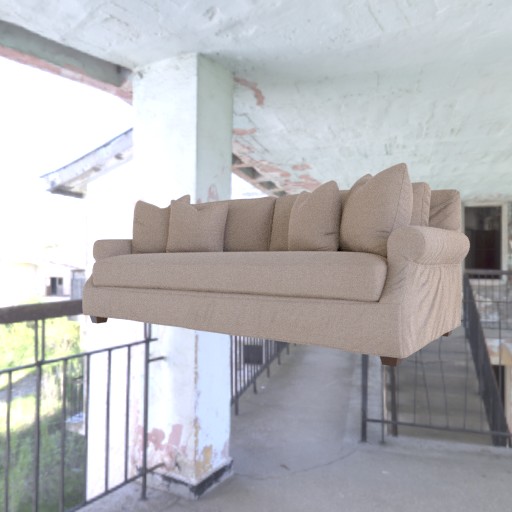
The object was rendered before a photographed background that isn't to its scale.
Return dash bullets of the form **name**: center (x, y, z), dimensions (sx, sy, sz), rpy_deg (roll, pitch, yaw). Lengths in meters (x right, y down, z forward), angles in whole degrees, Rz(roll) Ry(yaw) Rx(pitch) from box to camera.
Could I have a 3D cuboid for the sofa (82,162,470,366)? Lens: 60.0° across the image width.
- **sofa**: center (0.000, 0.000, 2.766), dimensions (2.285, 0.904, 1.067), rpy_deg (0, -1, 36)
